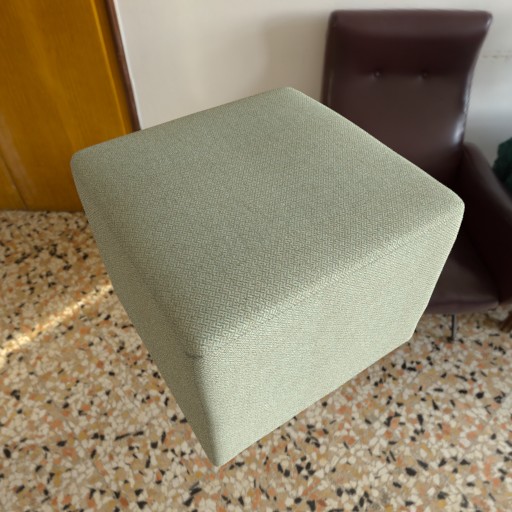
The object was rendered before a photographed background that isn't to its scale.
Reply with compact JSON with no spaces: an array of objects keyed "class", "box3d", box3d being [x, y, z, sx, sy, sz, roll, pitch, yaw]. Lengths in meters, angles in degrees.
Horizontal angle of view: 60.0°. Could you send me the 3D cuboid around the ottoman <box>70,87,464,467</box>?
[{"class":"ottoman","box3d":[0.000,0.000,0.901,0.521,0.453,0.512,-26,52,-22]}]
